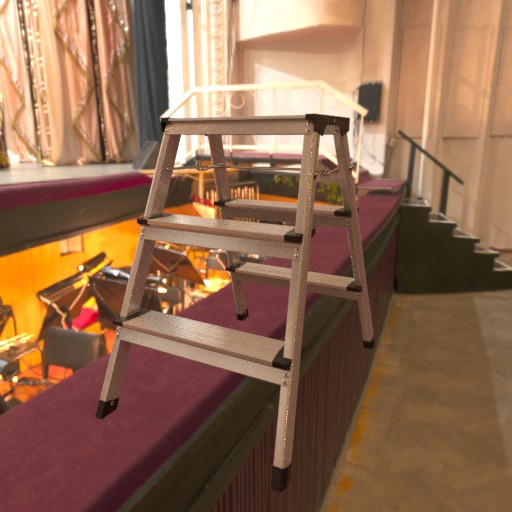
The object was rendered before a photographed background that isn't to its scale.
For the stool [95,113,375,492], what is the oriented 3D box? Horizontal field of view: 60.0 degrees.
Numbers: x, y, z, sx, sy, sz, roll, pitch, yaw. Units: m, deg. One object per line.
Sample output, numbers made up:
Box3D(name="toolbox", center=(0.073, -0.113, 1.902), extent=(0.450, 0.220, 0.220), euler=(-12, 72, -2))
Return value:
Box3D(name="stool", center=(0.000, 0.000, 1.013), extent=(0.437, 0.605, 0.622), euler=(8, 17, 27))
